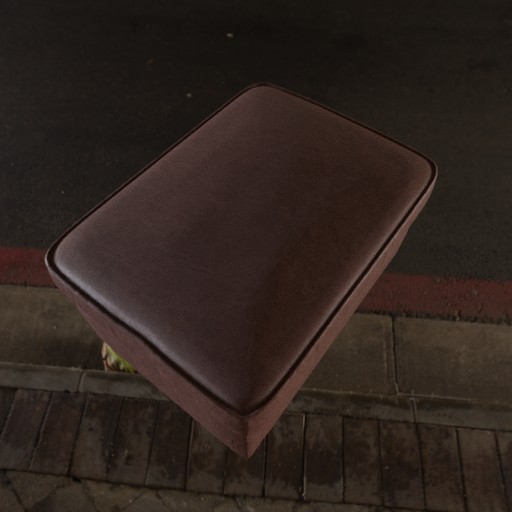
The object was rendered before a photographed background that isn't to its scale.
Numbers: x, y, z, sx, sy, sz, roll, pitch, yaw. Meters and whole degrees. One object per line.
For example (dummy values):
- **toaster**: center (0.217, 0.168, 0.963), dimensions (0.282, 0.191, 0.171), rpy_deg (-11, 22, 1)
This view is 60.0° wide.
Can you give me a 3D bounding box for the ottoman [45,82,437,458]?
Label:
- **ottoman**: center (0.000, 0.000, 1.091), dimensions (0.548, 0.449, 0.749), rpy_deg (32, 62, 20)
